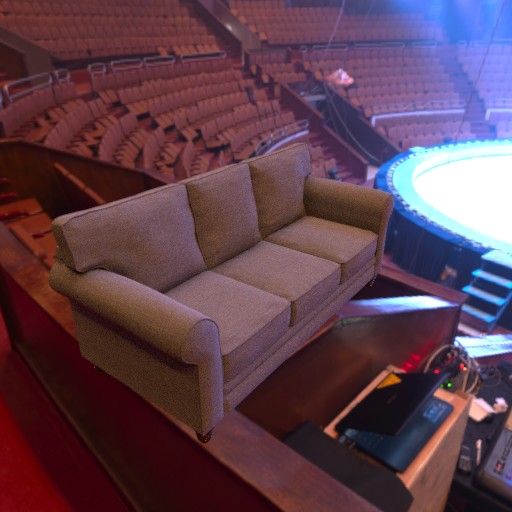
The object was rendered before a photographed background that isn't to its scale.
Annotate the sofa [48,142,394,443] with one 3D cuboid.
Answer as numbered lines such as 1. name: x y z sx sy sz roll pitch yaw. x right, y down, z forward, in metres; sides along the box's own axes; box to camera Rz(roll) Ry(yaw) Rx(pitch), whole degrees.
1. sofa: 0.000 0.000 2.640 0.916 0.961 2.084 18 31 33
